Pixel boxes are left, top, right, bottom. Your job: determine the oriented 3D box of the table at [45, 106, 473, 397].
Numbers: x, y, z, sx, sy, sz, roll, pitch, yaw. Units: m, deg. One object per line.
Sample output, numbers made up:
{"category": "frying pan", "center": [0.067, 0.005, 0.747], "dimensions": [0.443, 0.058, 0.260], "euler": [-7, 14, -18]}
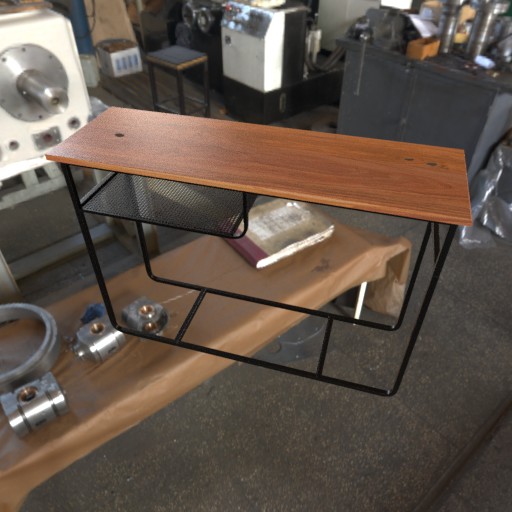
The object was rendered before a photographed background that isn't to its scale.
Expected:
{"category": "table", "center": [0.000, 0.000, 1.462], "dimensions": [1.100, 0.750, 0.350], "euler": [11, 41, 12]}
